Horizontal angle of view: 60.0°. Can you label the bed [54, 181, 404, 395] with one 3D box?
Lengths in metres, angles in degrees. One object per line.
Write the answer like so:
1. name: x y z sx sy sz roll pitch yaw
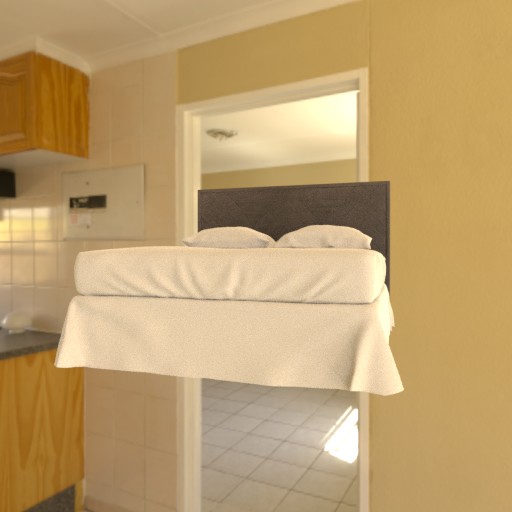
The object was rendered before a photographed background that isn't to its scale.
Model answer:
1. bed: 0.000 0.000 2.839 1.772 1.142 1.785 0 0 17
